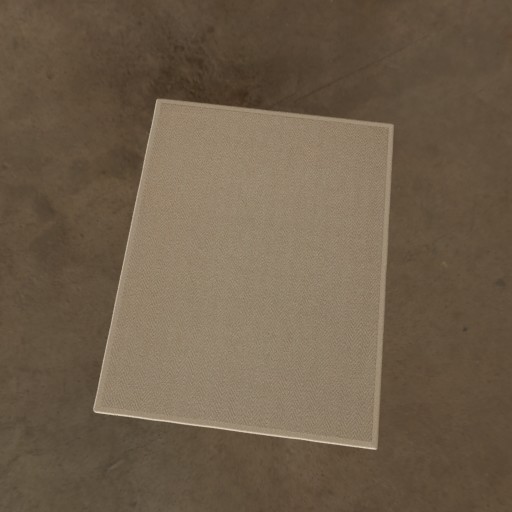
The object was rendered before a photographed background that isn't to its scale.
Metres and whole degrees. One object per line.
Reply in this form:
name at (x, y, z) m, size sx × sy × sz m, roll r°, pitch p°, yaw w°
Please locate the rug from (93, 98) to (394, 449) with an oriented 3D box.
rug at (0.000, 0.000, 4.095) m, size 2.407 × 0.020 × 3.051 m, roll 7°, pitch 76°, yaw 2°
